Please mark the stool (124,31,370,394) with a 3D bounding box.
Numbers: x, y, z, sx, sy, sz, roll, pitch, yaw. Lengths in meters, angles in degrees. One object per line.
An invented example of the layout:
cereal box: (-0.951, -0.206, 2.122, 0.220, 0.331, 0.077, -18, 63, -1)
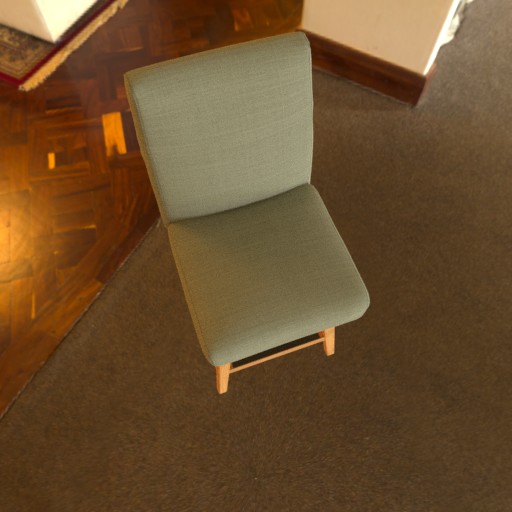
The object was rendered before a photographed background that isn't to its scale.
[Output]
stool: (0.000, 0.000, 1.302, 0.459, 1.019, 0.570, -17, 65, -8)
